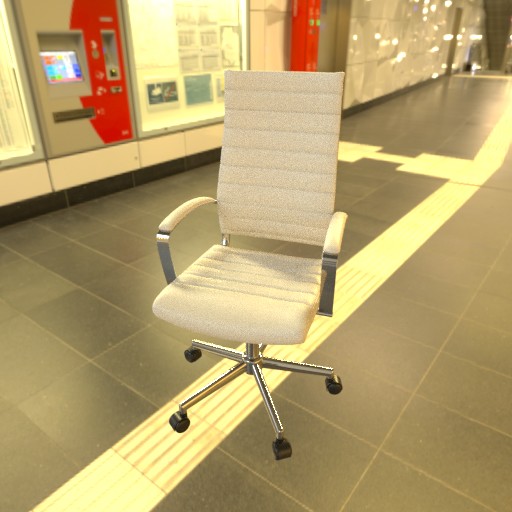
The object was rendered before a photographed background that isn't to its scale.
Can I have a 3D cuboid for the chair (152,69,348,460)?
[{"bbox_3d":[0.000,0.000,1.535,0.679,1.149,0.679,8,28,16],"label":"chair"}]
